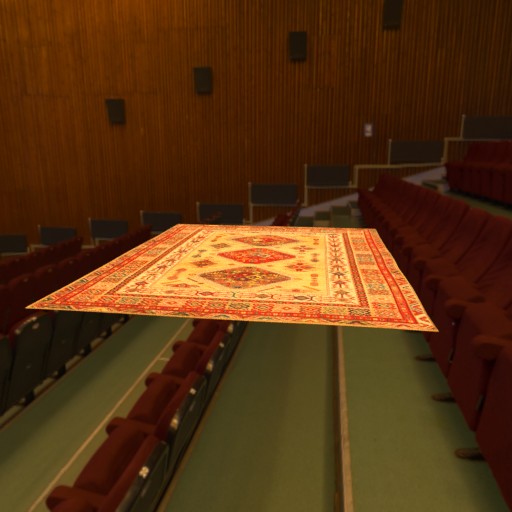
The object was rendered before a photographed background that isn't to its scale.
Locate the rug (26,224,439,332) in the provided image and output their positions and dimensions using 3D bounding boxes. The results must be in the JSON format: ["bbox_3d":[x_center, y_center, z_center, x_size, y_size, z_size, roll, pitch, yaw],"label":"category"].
[{"bbox_3d":[0.000,0.000,4.045,2.460,0.005,3.067,2,14,8],"label":"rug"}]
